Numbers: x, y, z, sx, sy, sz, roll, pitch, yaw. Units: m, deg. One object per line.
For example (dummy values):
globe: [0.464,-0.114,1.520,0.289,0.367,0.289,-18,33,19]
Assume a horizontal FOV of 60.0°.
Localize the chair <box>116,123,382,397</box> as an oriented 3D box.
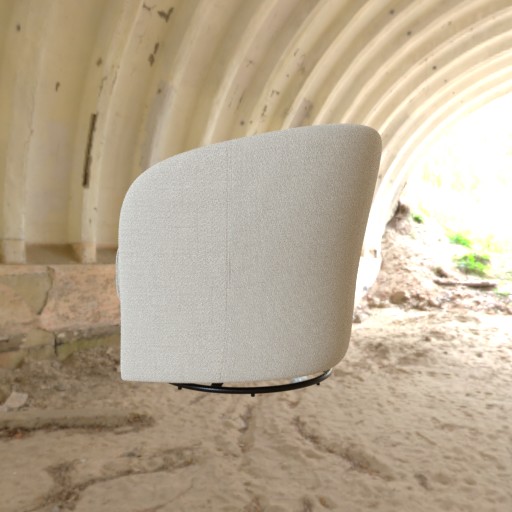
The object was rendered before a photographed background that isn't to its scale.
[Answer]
chair: [0.000,0.000,1.506,0.815,0.771,0.791,0,0,2]
